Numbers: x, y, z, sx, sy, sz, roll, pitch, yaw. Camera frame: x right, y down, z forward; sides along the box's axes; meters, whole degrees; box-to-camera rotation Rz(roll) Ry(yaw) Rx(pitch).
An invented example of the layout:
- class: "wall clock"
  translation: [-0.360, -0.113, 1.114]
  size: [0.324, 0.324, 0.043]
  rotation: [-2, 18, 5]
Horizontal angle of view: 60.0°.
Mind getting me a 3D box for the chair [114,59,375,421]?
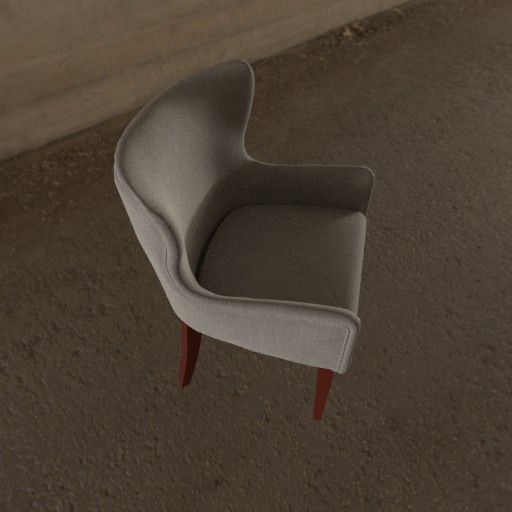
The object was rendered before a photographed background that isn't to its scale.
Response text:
- class: "chair"
  translation: [0.000, 0.000, 1.431]
  size: [0.677, 0.948, 0.732]
  rotation: [10, 48, 9]
